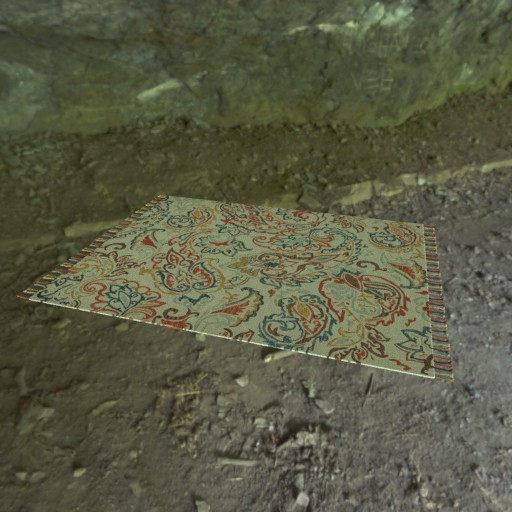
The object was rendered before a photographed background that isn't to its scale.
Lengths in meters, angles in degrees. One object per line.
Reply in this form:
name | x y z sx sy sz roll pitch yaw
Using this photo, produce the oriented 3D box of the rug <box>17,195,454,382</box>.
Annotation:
rug | 0.000 0.000 4.165 3.274 0.015 2.439 8 29 15
